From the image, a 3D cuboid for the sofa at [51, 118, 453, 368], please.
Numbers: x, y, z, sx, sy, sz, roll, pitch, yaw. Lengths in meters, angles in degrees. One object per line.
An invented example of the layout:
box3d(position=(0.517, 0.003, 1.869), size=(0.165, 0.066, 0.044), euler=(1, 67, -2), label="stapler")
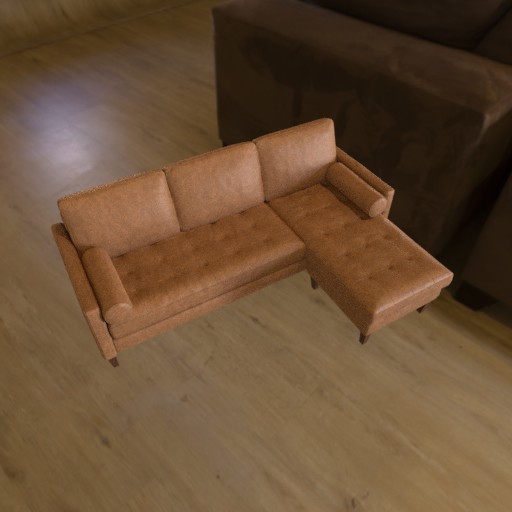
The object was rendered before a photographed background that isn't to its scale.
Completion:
box3d(position=(0.000, 0.000, 2.869), size=(2.178, 0.876, 1.506), euler=(-22, 49, -21), label="sofa")
